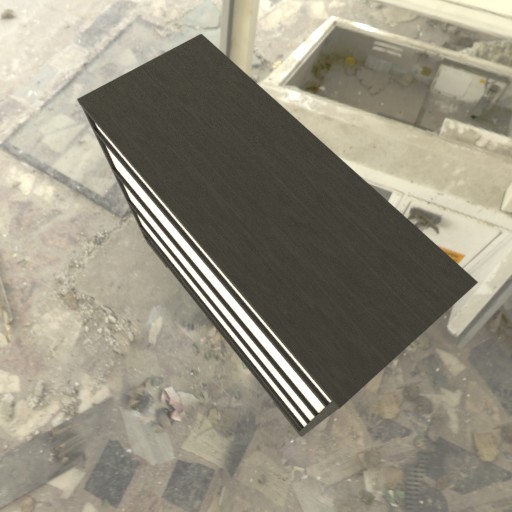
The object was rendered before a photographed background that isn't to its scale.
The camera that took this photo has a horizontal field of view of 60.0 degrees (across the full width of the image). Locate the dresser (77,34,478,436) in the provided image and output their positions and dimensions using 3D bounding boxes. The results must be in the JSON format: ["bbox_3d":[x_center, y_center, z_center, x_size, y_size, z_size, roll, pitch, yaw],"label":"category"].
[{"bbox_3d":[0.000,0.000,1.414,0.404,0.816,0.994,-36,69,-16],"label":"dresser"}]
